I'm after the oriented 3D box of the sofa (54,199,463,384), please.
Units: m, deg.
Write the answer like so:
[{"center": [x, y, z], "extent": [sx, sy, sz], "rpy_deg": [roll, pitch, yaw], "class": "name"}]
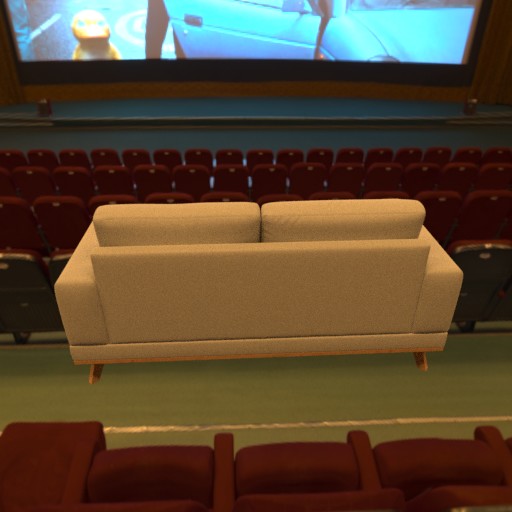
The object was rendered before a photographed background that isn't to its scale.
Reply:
[{"center": [0.000, 0.000, 2.168], "extent": [1.651, 0.810, 0.915], "rpy_deg": [-2, 31, -3], "class": "sofa"}]
